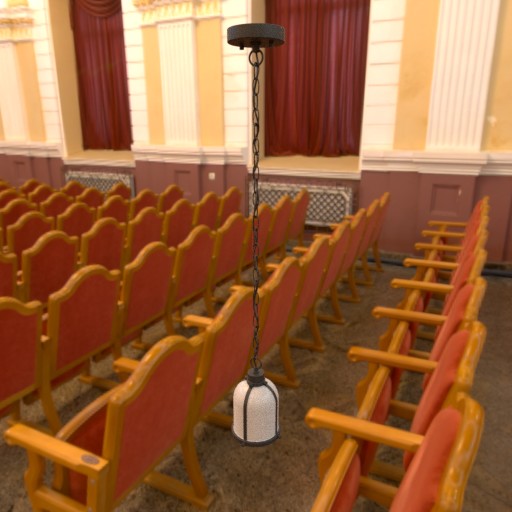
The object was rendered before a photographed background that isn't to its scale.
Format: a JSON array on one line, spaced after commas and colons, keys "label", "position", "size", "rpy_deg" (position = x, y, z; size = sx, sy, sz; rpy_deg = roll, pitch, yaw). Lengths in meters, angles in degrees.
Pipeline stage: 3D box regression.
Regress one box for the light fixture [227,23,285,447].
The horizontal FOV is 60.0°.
[{"label": "light fixture", "position": [0.000, 0.000, 1.275], "size": [0.178, 1.181, 0.178], "rpy_deg": [8, 18, 26]}]
